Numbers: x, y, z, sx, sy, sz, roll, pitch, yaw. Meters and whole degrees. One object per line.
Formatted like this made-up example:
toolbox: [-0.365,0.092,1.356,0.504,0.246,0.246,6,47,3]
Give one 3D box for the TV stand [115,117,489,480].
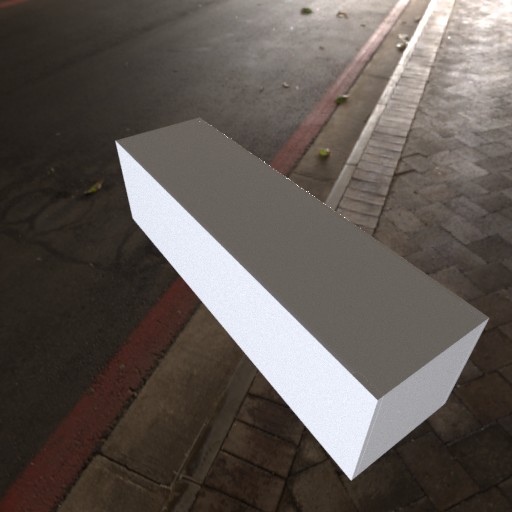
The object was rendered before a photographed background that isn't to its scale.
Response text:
TV stand: [0.000,0.000,1.656,0.410,0.440,1.500,-25,47,-26]
